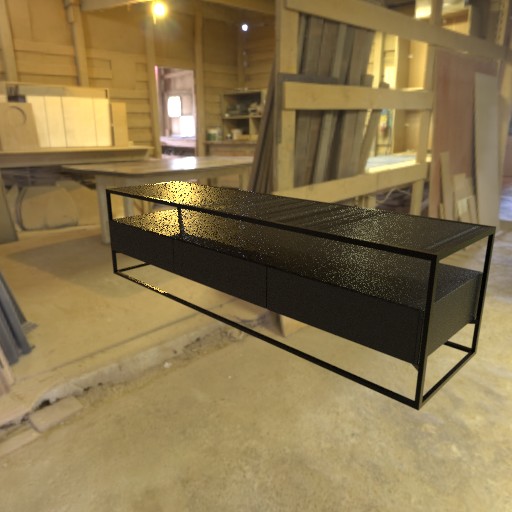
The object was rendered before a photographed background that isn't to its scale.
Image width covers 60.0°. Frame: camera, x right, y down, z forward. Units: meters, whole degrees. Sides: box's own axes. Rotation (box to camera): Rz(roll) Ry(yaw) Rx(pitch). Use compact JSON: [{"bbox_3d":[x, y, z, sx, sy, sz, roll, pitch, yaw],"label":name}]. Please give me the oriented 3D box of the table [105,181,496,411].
[{"bbox_3d":[0.000,0.000,1.654,1.486,0.395,0.399,16,23,42],"label":"table"}]
